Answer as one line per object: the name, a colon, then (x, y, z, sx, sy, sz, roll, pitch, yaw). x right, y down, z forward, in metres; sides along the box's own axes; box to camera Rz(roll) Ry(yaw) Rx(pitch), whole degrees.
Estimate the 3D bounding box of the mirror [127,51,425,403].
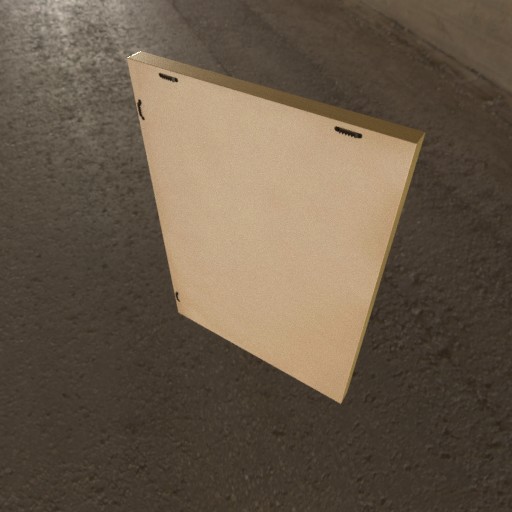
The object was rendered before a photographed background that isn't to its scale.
mirror: (0.000, 0.000, 0.922, 0.507, 0.710, 0.040, 25, 50, 22)
